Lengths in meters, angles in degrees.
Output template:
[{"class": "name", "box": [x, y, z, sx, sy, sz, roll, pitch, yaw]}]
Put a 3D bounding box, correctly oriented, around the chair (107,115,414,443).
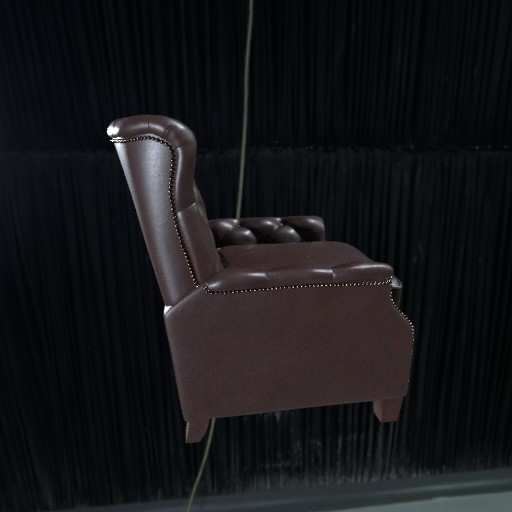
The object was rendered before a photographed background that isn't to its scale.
[{"class": "chair", "box": [0.000, 0.000, 1.442, 0.823, 0.864, 0.709, -2, 17, -8]}]
